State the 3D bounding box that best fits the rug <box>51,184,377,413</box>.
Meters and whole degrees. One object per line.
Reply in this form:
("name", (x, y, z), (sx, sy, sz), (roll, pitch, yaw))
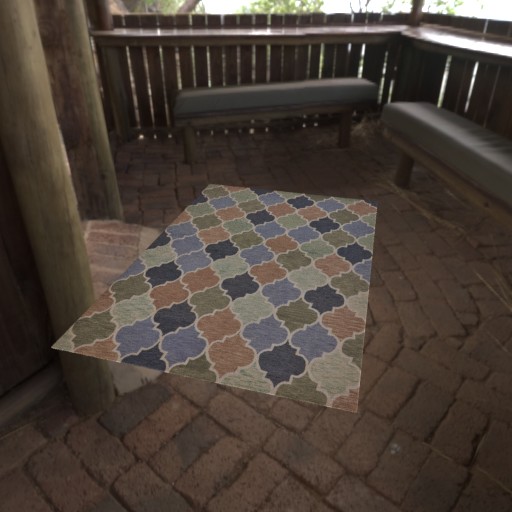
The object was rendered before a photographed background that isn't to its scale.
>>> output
("rug", (0.000, 0.000, 3.015), (1.521, 0.006, 2.284), (8, 32, 13))
